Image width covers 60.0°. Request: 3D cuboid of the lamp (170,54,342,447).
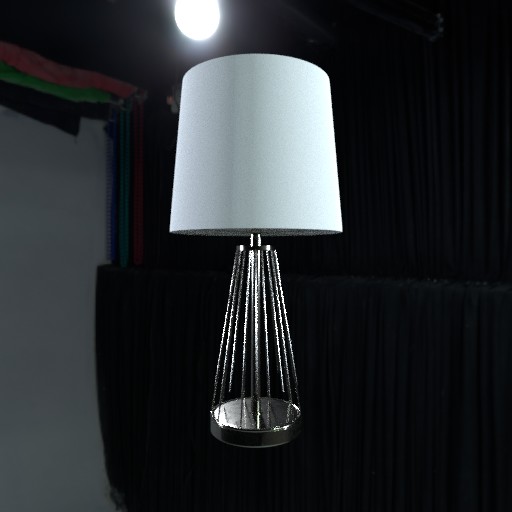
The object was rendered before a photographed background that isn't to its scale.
[{"bbox_3d":[0.000,0.000,0.793,0.303,0.618,0.303,0,0,0],"label":"lamp"}]
